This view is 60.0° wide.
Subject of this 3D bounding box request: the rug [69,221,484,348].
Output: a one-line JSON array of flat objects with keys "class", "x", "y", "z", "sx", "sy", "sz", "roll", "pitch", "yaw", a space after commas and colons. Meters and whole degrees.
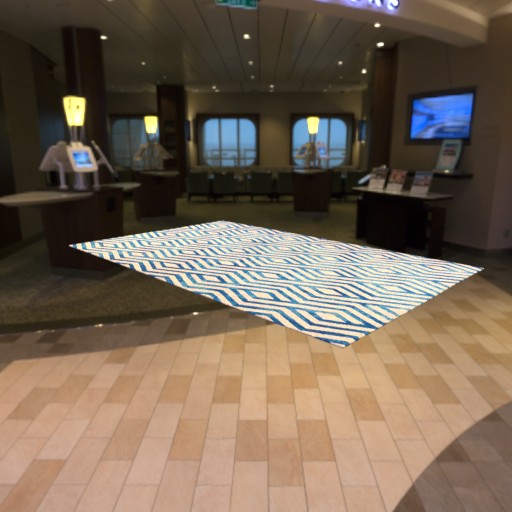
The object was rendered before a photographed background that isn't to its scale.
[{"class": "rug", "x": 0.000, "y": 0.000, "z": 3.029, "sx": 2.439, "sy": 0.008, "sz": 1.531, "roll": 14, "pitch": 20, "yaw": 43}]
